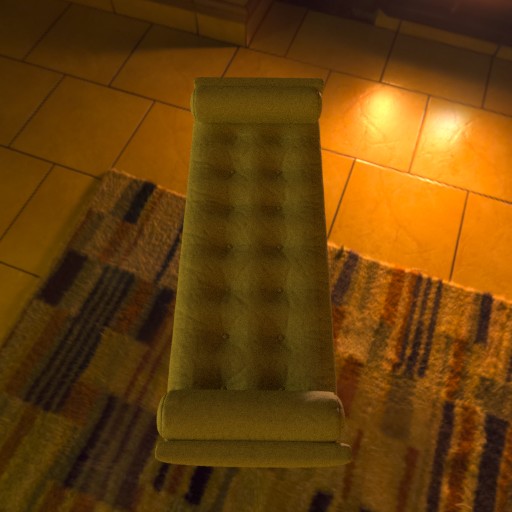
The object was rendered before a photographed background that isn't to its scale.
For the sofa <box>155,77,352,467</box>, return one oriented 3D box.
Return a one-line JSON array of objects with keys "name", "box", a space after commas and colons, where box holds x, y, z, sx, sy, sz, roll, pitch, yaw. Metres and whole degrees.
[{"name": "sofa", "box": [0.000, 0.000, 2.441, 0.796, 0.705, 2.102, 1, 64, 0]}]
